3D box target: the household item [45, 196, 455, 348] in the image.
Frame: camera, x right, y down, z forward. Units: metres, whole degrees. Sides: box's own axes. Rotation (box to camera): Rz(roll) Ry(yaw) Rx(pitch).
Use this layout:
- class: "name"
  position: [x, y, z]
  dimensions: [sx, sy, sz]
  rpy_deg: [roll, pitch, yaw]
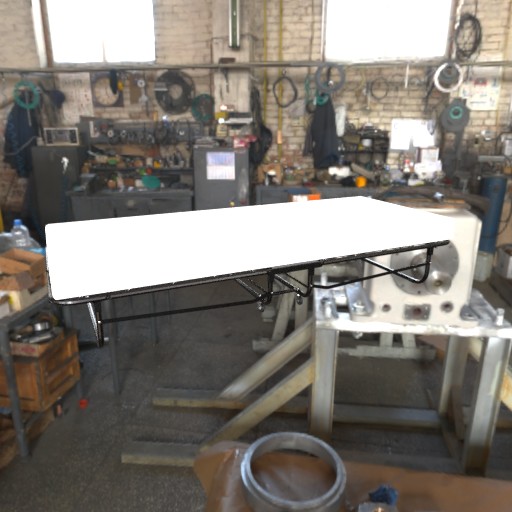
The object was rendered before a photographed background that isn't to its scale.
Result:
- class: "household item"
  position: [0.000, 0.000, 2.201]
  dimensions: [1.905, 0.356, 0.787]
  rpy_deg: [-8, 19, -24]
